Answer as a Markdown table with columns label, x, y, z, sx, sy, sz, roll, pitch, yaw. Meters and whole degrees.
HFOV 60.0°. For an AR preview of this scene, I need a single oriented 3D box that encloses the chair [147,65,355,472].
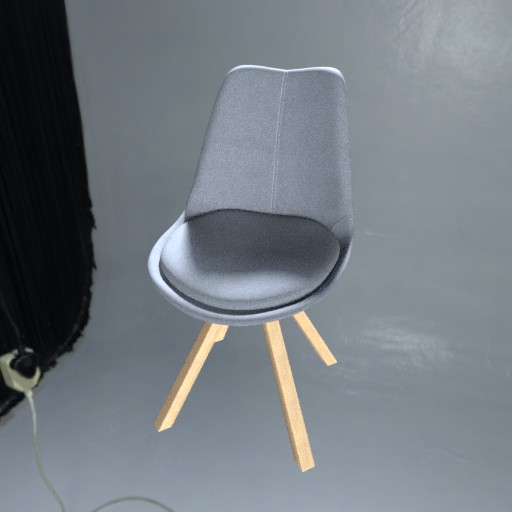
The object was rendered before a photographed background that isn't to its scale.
| label | x | y | z | sx | sy | sz | roll | pitch | yaw |
| --- | --- | --- | --- | --- | --- | --- | --- | --- | --- |
| chair | 0.000 | 0.000 | 1.137 | 0.474 | 0.863 | 0.549 | 8 | 28 | 16 |
